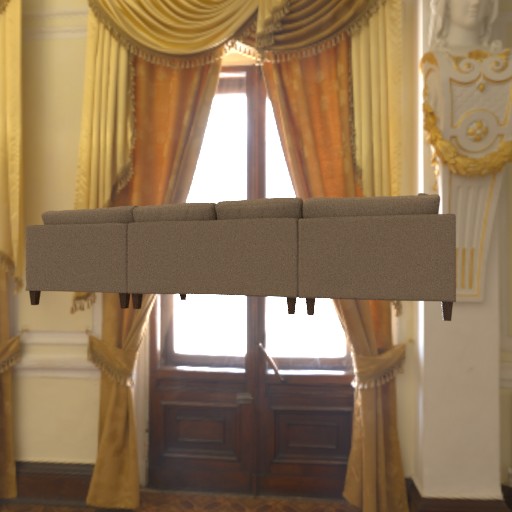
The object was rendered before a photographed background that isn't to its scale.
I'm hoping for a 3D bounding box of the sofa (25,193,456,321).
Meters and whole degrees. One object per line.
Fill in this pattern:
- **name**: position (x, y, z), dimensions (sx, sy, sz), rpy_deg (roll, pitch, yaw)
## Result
- **sofa**: position (0.000, 0.000, 4.459), dimensions (3.438, 0.865, 2.424), rpy_deg (0, -1, 18)
